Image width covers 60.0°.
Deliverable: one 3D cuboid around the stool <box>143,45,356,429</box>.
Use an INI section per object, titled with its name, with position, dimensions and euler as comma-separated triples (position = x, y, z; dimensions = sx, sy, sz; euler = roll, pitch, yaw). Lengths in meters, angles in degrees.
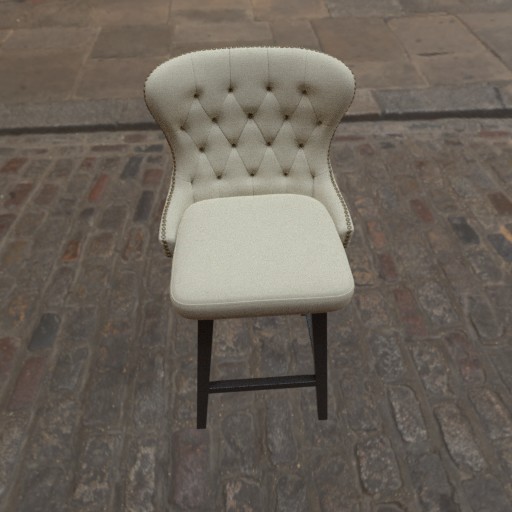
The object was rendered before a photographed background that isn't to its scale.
[stool]
position = 0.000, 0.000, 1.288
dimensions = 0.528, 0.971, 0.593
euler = -3, 47, -3
